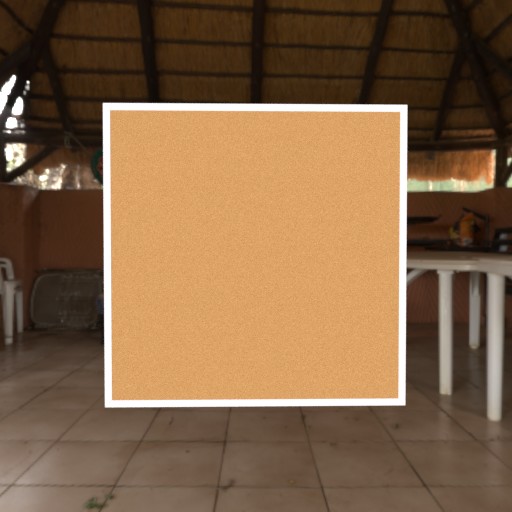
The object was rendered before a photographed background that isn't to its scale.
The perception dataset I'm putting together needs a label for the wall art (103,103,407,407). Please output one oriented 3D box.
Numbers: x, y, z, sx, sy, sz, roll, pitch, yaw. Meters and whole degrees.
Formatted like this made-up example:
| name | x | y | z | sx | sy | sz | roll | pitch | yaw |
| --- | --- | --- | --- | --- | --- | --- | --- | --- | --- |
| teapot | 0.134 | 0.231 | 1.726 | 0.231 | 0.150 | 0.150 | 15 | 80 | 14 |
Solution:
| name | x | y | z | sx | sy | sz | roll | pitch | yaw |
| --- | --- | --- | --- | --- | --- | --- | --- | --- | --- |
| wall art | 0.000 | 0.000 | 1.135 | 0.762 | 0.762 | 0.038 | 0 | 1 | -1 |
